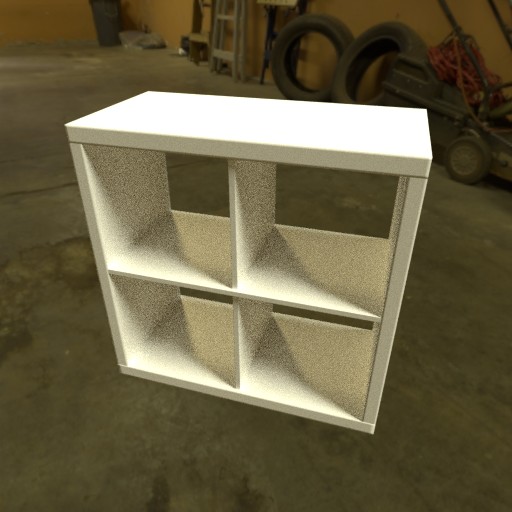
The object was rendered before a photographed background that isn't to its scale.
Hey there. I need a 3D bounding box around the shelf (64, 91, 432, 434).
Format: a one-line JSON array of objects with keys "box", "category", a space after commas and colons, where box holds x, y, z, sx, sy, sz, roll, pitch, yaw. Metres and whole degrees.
[{"box": [0.000, 0.000, 1.272, 0.790, 0.786, 0.390, 9, 32, 14], "category": "shelf"}]
